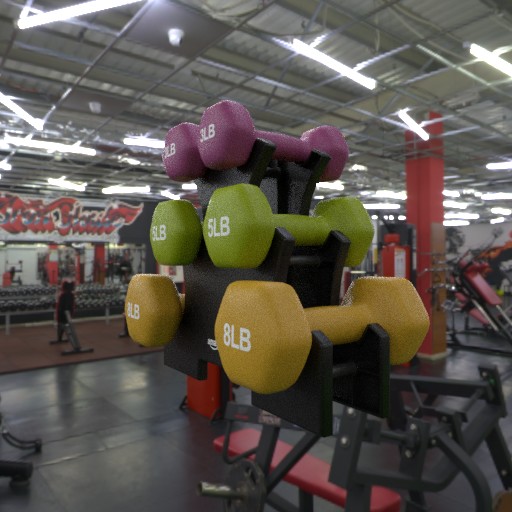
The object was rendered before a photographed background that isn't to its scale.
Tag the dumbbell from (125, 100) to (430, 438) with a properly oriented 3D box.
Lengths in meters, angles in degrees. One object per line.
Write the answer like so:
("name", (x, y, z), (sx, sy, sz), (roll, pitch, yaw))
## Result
("dumbbell", (0.000, 0.000, 0.464), (0.190, 0.271, 0.300), (0, -1, -36))
